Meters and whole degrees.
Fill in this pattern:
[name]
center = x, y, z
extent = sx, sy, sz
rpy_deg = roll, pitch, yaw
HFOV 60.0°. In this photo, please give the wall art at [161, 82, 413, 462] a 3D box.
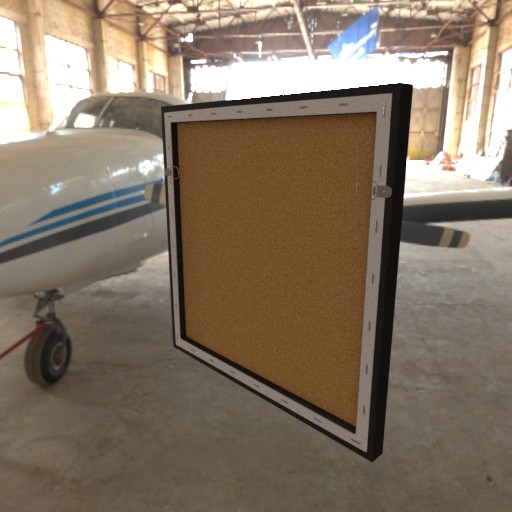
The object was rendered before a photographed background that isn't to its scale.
[wall art]
center = 0.000, 0.000, 1.126
extent = 0.044, 0.758, 0.758
rpy_deg = -13, 20, -42
